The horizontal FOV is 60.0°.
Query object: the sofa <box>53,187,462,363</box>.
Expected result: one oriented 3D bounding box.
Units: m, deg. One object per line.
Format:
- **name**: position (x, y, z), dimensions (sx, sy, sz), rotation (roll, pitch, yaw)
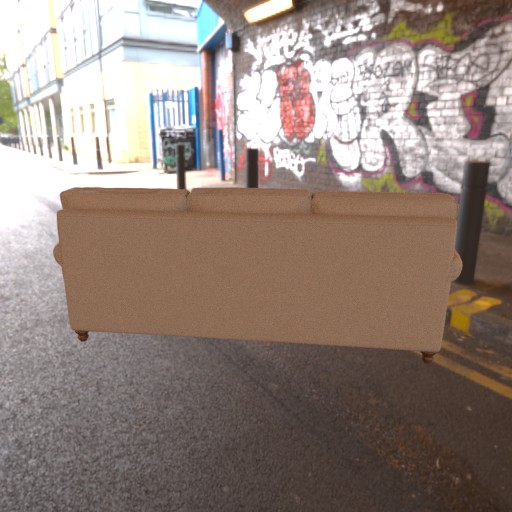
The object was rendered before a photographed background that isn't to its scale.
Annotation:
- **sofa**: position (0.000, 0.000, 2.885), dimensions (2.354, 0.948, 0.966), rotation (2, 16, 7)
